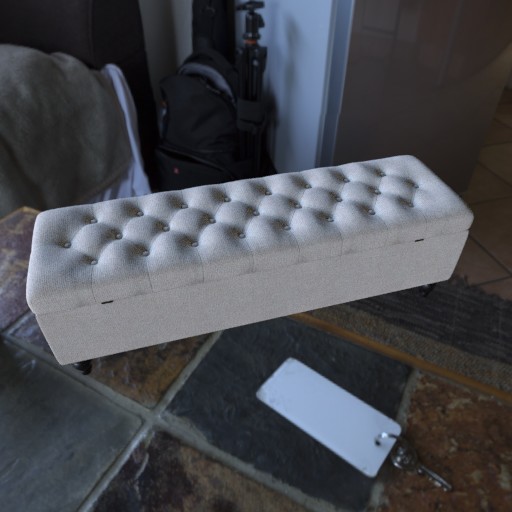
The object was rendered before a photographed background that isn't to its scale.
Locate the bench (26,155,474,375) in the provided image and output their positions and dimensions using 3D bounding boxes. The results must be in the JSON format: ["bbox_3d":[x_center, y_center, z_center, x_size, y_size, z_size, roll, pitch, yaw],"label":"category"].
[{"bbox_3d":[0.000,0.000,1.683,1.480,0.467,0.455,-11,43,-12],"label":"bench"}]
